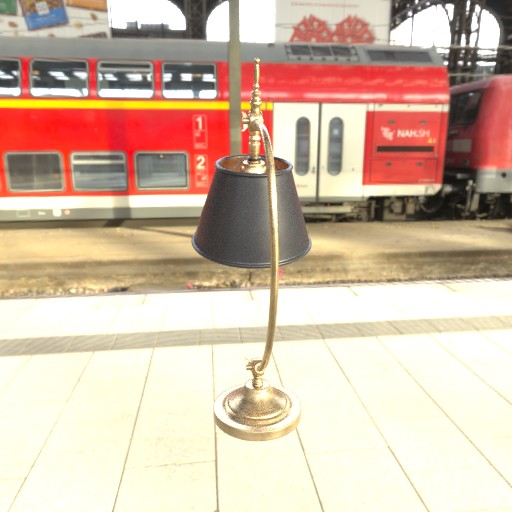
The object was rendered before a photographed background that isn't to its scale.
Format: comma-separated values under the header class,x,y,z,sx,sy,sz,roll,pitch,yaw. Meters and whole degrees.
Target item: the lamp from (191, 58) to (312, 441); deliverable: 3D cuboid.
class,x,y,z,sx,sy,sz,roll,pitch,yaw
lamp,0.000,0.000,0.819,0.235,0.675,0.344,-2,14,-8
